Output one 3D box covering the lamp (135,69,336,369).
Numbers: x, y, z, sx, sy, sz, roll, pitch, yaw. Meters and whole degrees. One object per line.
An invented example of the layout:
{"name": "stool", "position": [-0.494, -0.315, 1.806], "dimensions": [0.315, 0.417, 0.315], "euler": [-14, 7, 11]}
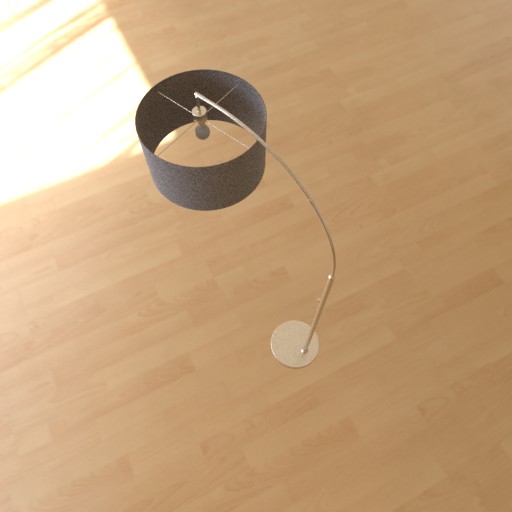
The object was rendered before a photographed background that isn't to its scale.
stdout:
{"name": "lamp", "position": [0.000, 0.000, 2.146], "dimensions": [0.934, 1.735, 0.452], "euler": [35, 68, 16]}
